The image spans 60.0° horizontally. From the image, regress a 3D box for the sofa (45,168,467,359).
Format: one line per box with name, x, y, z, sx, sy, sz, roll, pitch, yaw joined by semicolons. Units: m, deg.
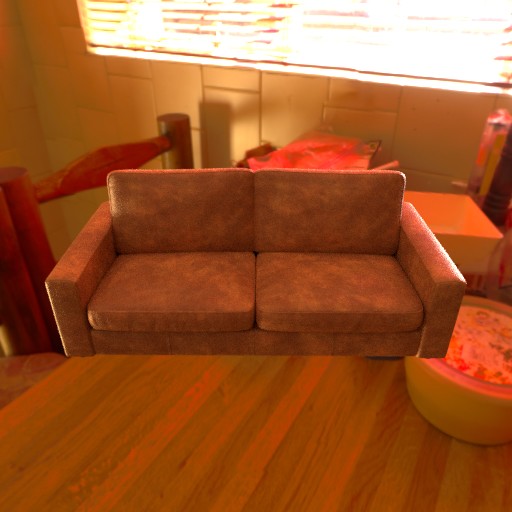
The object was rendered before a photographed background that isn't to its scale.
sofa;0.000;0.000;2.725;2.179;0.873;1.016;0;31;0
